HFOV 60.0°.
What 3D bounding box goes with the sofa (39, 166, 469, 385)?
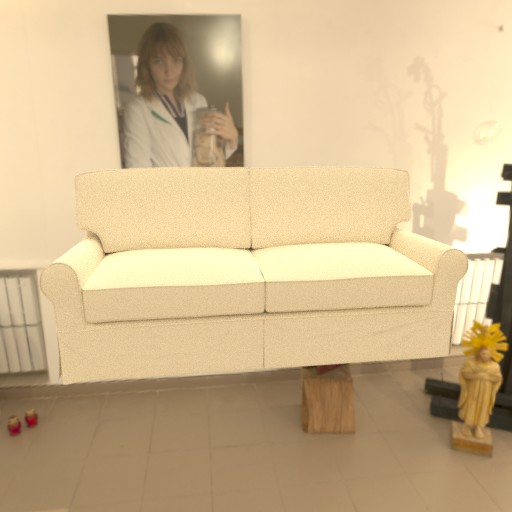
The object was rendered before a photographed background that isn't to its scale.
[{"bbox_3d":[0.000,0.000,2.443,2.021,0.937,0.862,-2,16,-7],"label":"sofa"}]
